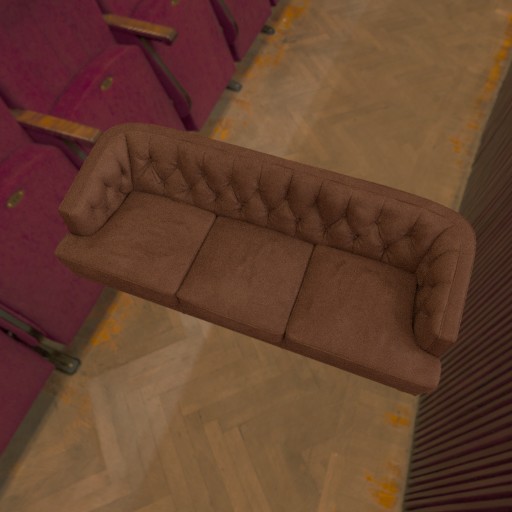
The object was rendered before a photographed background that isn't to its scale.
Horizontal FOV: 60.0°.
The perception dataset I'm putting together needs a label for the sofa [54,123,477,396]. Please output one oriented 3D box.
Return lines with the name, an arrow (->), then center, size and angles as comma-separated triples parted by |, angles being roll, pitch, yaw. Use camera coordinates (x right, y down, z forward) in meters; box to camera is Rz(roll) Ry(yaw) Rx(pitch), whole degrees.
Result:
sofa -> 0.000, 0.000, 2.623 | 2.227, 0.787, 0.927 | 18, 60, 11
